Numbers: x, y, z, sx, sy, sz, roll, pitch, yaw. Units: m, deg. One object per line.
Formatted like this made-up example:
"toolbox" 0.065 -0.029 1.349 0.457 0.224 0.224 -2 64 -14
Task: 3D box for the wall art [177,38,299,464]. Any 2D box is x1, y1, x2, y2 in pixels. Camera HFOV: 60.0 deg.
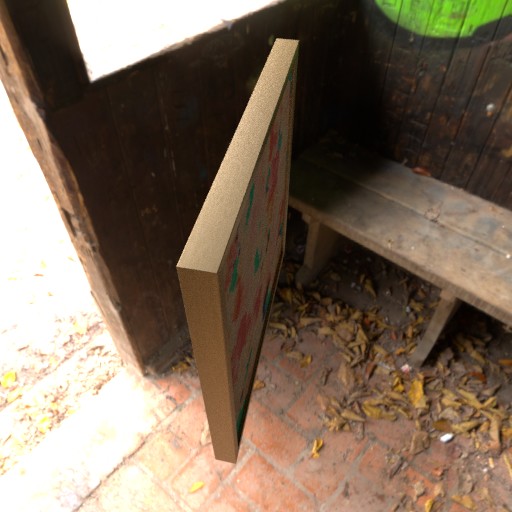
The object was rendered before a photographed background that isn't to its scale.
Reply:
"wall art" 0.000 0.000 0.747 0.037 0.509 0.510 9 48 8
